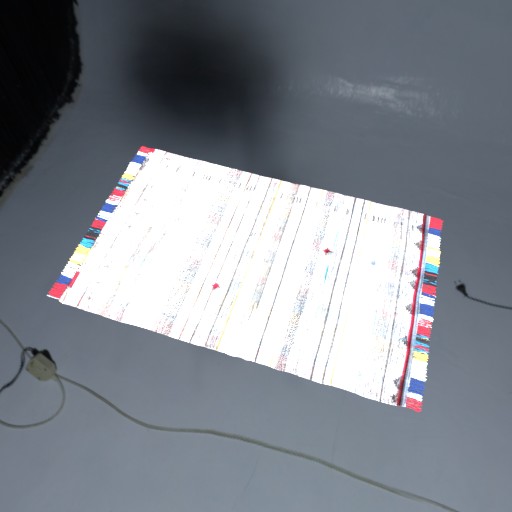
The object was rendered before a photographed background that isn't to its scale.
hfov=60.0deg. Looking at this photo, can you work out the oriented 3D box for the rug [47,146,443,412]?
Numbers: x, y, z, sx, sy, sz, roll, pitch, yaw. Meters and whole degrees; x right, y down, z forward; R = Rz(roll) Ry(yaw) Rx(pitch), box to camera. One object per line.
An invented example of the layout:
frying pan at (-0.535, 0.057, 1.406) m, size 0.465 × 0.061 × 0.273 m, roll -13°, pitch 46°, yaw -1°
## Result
rug at (0.000, 0.000, 3.089) m, size 2.465 × 0.012 × 1.465 m, roll 15°, pitch 60°, yaw 9°
